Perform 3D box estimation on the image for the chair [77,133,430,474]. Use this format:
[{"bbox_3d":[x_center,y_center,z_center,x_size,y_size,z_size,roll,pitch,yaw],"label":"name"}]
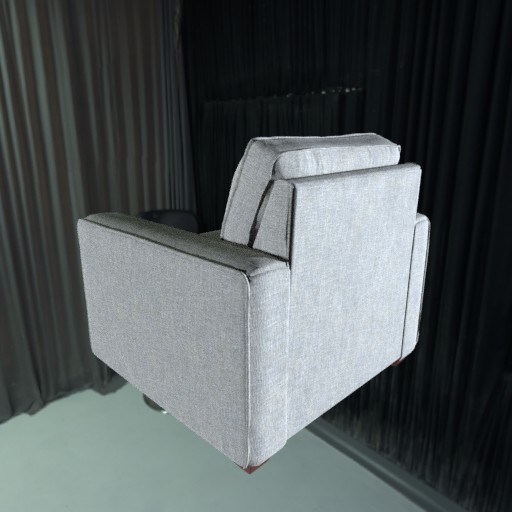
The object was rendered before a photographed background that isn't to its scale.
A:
[{"bbox_3d":[0.000,0.000,1.707,0.940,0.914,1.016,16,23,43],"label":"chair"}]
